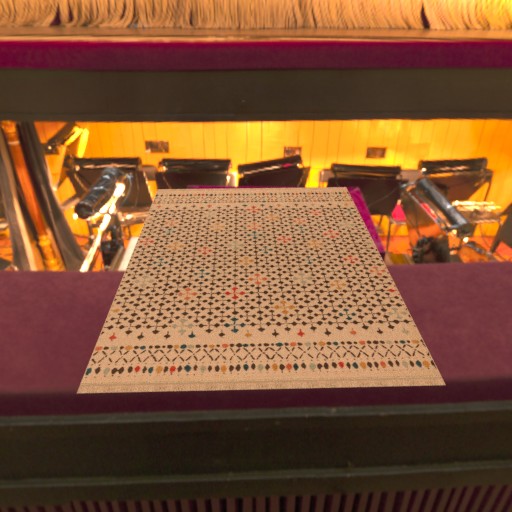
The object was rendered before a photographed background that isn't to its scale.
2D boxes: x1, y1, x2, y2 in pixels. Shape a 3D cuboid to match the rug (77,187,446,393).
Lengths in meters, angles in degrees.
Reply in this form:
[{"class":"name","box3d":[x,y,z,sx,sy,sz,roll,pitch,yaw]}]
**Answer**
[{"class":"rug","box3d":[0.000,0.000,2.035,1.146,0.006,1.556,-1,32,-1]}]
